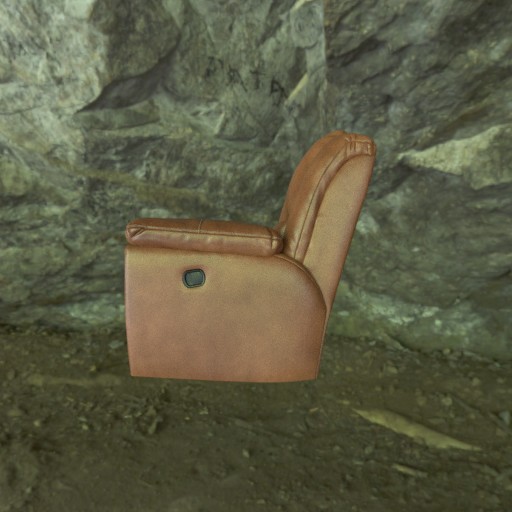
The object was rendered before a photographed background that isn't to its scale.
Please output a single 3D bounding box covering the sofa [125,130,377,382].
[{"bbox_3d":[0.000,0.000,2.617,0.991,1.043,2.058,0,-1,2],"label":"sofa"}]
